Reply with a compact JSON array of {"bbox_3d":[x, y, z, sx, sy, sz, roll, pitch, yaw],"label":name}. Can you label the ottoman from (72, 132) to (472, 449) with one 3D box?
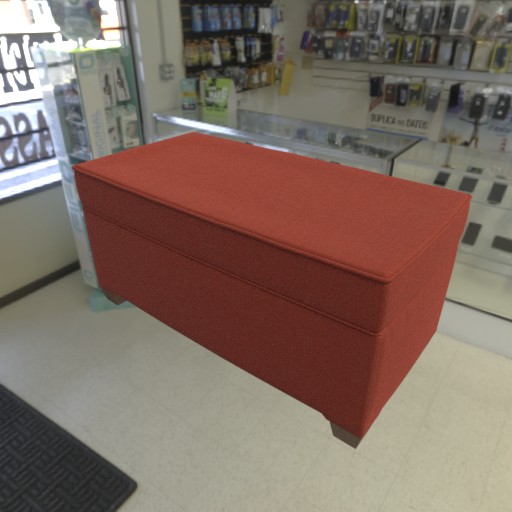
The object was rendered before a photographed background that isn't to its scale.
[{"bbox_3d":[0.000,0.000,1.228,0.948,0.454,0.497,22,36,33],"label":"ottoman"}]
